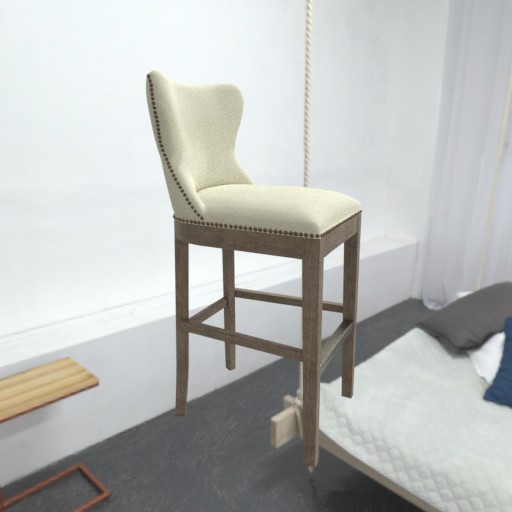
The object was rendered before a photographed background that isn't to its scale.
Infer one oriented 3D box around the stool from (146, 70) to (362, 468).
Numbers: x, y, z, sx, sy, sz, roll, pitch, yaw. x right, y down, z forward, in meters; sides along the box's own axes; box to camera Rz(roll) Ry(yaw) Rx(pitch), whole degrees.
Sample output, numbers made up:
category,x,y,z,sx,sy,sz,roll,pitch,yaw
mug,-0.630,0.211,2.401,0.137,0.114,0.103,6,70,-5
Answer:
category,x,y,z,sx,sy,sz,roll,pitch,yaw
stool,0.000,0.000,1.469,0.606,1.123,0.494,8,18,26
